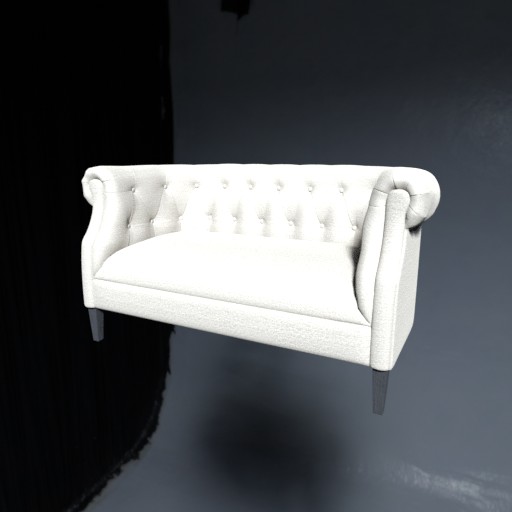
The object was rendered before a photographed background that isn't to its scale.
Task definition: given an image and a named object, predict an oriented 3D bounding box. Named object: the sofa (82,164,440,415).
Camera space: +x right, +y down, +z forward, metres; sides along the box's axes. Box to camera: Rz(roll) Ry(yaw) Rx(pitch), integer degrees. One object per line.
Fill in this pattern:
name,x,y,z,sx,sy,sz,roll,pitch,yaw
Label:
sofa,0.000,0.000,2.069,1.558,0.827,0.835,7,14,27
